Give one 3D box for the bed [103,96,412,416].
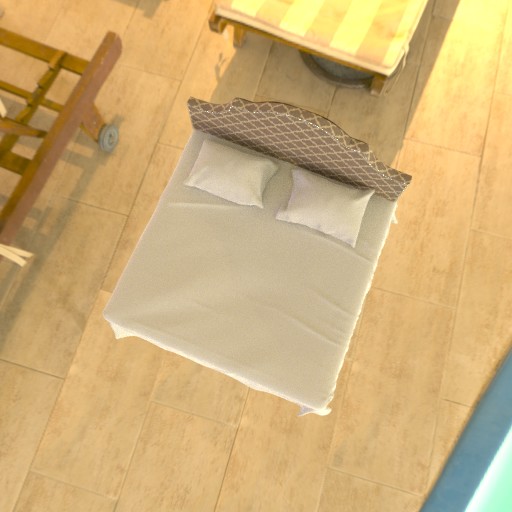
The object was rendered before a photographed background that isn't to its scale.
[{"bbox_3d":[0.000,0.000,3.824,2.314,1.601,2.222,21,76,6],"label":"bed"}]
